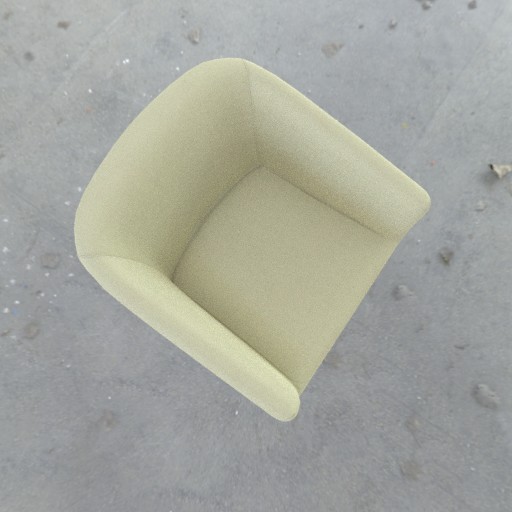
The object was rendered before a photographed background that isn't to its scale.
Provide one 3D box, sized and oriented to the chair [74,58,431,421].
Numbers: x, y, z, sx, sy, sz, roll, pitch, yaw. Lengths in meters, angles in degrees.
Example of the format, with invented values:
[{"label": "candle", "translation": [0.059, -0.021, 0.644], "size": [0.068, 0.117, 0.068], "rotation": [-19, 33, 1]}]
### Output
[{"label": "chair", "translation": [0.000, 0.000, 1.293], "size": [0.657, 0.822, 0.643], "rotation": [34, 78, 8]}]
